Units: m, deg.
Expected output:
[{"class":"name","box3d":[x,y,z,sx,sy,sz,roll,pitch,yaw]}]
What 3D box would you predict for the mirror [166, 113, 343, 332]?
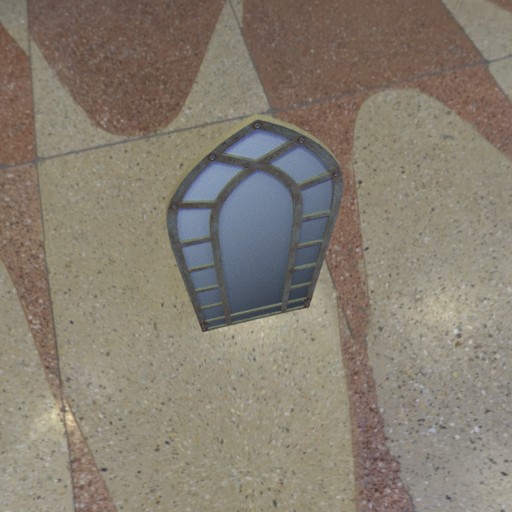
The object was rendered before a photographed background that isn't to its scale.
[{"class":"mirror","box3d":[0.000,0.000,1.348,0.464,1.175,0.025,-12,64,-6]}]
